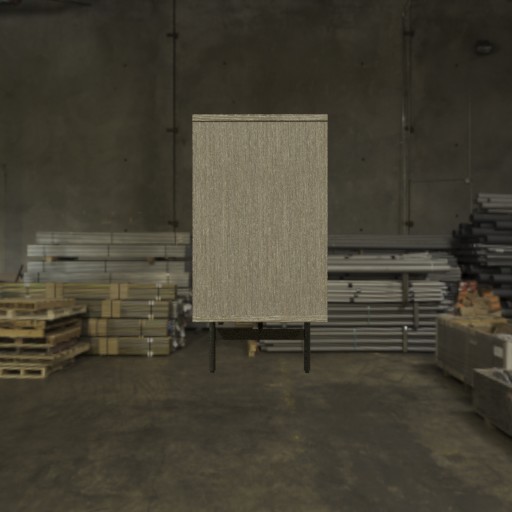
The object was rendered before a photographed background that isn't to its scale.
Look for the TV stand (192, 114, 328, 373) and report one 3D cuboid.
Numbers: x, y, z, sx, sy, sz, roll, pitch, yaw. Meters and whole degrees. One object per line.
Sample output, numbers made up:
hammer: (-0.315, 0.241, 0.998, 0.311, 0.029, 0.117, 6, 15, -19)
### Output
TV stand: (0.000, 0.000, 2.125, 0.405, 0.787, 1.804, 0, 0, 0)
